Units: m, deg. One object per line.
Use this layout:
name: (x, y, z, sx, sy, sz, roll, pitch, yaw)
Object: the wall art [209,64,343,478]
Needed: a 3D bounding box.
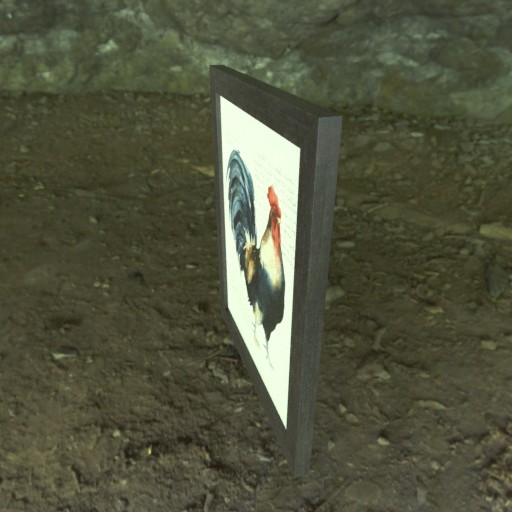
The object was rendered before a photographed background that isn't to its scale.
wall art: (0.000, 0.000, 0.789, 0.027, 0.580, 0.479, -9, 31, -16)
